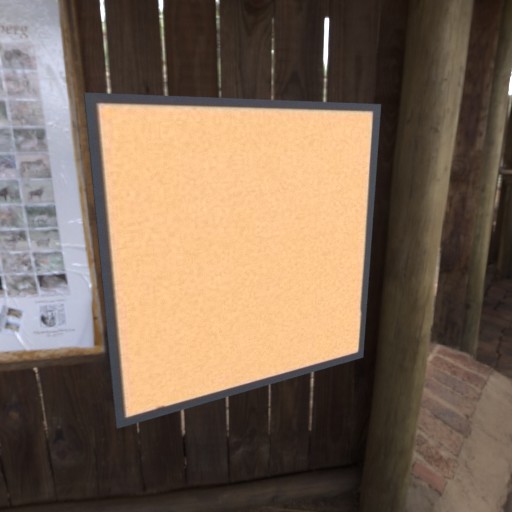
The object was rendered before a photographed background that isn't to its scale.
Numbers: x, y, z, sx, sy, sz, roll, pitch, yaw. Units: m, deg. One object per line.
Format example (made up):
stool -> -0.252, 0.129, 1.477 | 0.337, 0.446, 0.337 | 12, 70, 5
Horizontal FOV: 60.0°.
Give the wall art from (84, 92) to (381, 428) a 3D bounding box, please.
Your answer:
wall art -> 0.000, 0.000, 1.234 | 0.823, 0.823, 0.013 | -8, 17, -27
